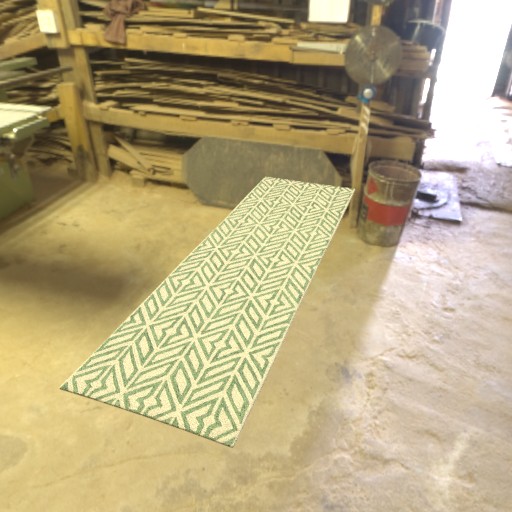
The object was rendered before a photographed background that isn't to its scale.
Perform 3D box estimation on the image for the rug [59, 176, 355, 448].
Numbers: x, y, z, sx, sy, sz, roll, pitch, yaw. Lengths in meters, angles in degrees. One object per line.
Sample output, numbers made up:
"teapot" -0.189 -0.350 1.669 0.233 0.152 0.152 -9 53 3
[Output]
"rug" 0.000 0.000 2.611 0.750 0.009 2.435 11 33 18
